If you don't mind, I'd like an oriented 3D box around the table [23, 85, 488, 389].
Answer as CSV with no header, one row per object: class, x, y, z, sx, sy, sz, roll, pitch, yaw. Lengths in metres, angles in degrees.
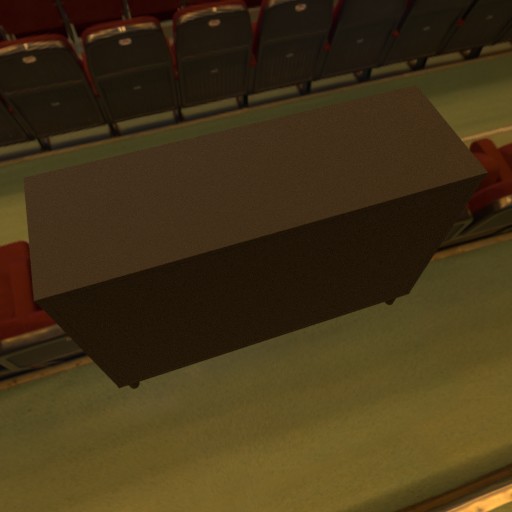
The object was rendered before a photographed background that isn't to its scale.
table,0.000,0.000,1.569,1.200,0.855,0.400,-16,60,-10
